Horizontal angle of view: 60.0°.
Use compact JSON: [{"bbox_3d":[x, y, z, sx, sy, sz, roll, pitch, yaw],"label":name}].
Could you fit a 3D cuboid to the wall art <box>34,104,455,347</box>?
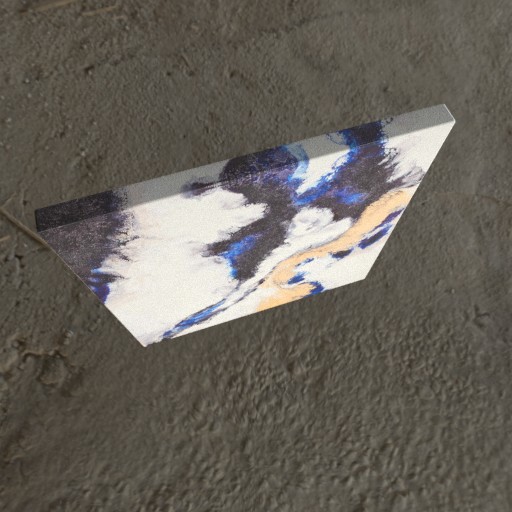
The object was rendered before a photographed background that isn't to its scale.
[{"bbox_3d":[0.000,0.000,0.895,0.609,0.609,0.039,-16,66,-8],"label":"wall art"}]
